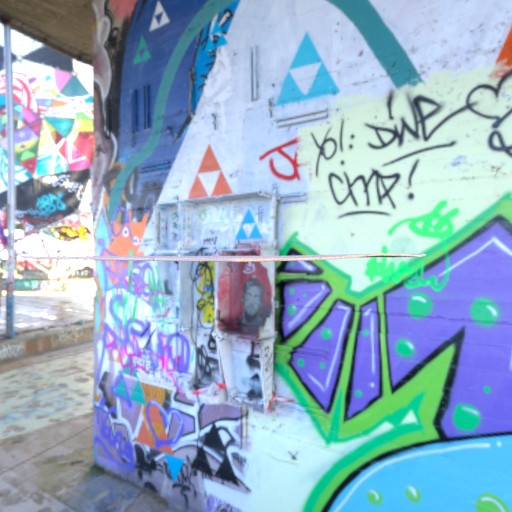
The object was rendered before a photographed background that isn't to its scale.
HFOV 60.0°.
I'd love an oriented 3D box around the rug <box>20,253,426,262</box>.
[{"bbox_3d":[0.000,0.000,2.307,1.230,0.025,1.837,0,0,36],"label":"rug"}]
